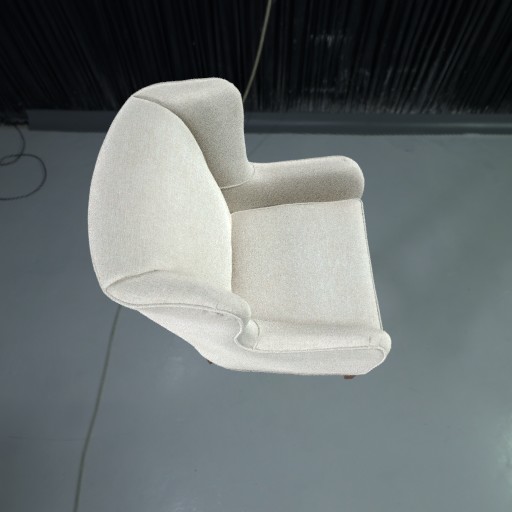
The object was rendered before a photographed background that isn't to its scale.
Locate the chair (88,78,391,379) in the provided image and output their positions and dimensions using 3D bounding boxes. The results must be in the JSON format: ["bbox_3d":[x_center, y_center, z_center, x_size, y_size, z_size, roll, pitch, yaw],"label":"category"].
[{"bbox_3d":[0.000,0.000,1.736,0.966,1.040,0.838,-1,63,-1],"label":"chair"}]
